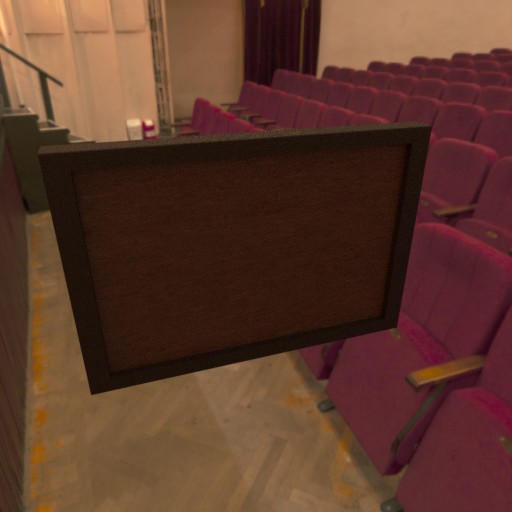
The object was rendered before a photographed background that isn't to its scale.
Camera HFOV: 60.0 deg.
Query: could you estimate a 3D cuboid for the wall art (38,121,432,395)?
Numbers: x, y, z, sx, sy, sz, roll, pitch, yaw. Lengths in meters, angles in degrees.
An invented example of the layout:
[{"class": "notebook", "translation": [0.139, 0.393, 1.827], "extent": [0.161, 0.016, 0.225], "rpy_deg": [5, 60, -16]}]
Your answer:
[{"class": "wall art", "translation": [0.000, 0.000, 0.847], "extent": [0.671, 0.456, 0.051], "rpy_deg": [-9, 28, -17]}]
